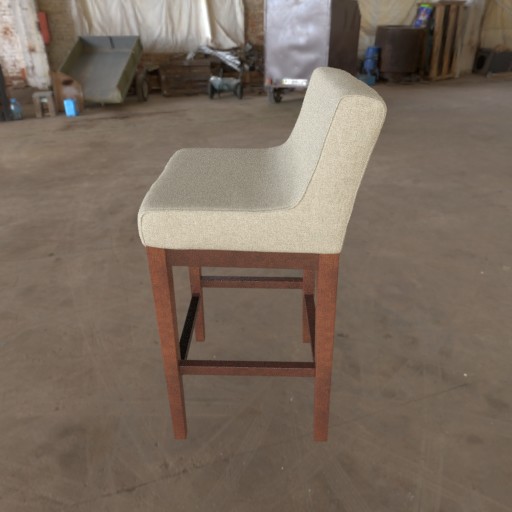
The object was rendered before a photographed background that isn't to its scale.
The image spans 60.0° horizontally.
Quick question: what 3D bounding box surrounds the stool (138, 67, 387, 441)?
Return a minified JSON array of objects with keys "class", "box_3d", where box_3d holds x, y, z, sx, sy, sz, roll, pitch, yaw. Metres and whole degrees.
[{"class":"stool","box_3d":[0.000,0.000,1.229,0.500,0.937,0.511,1,28,1]}]
